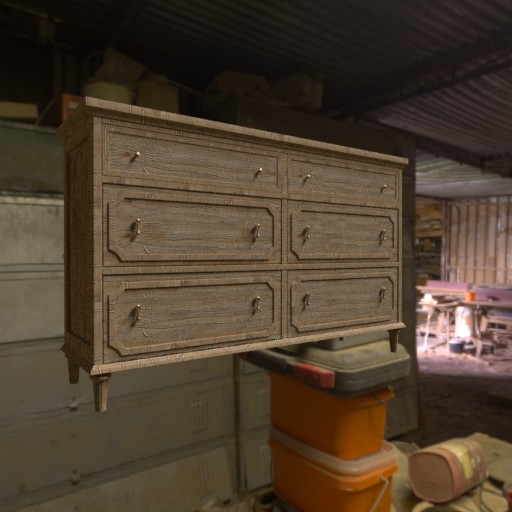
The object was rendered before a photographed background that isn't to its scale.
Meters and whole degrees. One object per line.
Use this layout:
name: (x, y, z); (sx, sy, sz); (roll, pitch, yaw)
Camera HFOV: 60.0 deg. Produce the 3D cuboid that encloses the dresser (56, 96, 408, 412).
dresser: (0.000, 0.000, 2.052); (1.626, 1.016, 0.457); (0, 1, -35)
